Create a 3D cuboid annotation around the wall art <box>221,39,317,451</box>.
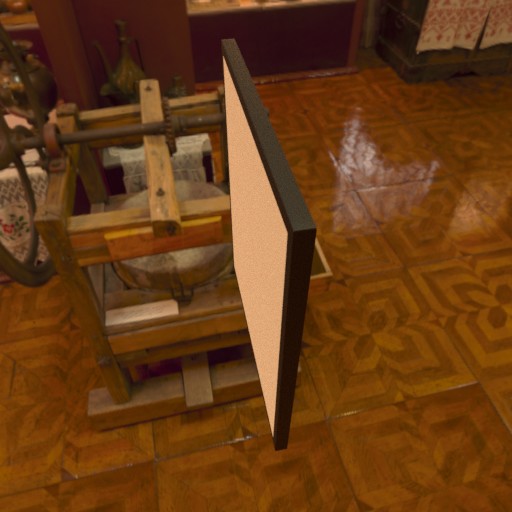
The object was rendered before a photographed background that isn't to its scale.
[{"bbox_3d":[0.000,0.000,0.710,0.021,0.509,0.430,-8,47,-8],"label":"wall art"}]
